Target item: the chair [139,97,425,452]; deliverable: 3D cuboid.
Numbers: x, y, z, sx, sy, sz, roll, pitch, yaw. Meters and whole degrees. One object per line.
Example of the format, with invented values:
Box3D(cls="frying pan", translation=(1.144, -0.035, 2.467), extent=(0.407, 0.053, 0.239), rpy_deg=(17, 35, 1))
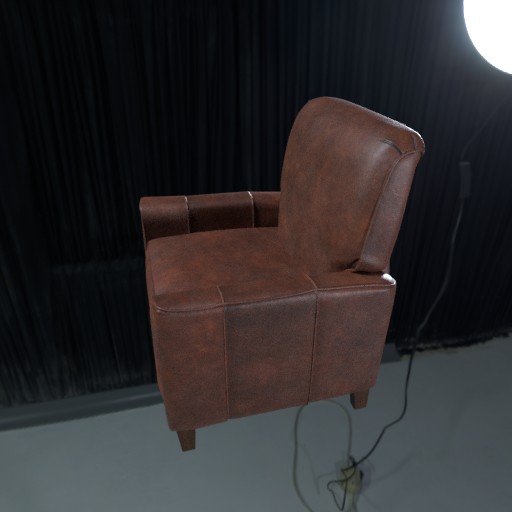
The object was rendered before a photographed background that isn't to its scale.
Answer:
Box3D(cls="chair", translation=(0.000, 0.000, 1.671), extent=(0.836, 1.043, 0.843), rpy_deg=(-8, 31, -14))
